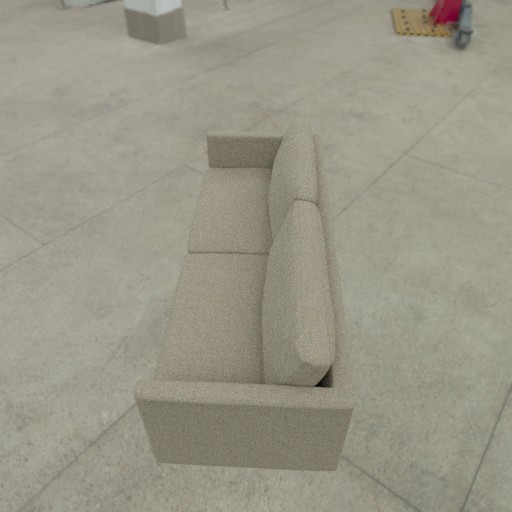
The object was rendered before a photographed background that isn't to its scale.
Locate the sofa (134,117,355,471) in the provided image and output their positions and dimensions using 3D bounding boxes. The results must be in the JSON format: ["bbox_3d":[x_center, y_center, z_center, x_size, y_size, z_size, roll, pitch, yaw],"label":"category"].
[{"bbox_3d":[0.000,0.000,2.884,0.951,0.965,2.434,2,42,2],"label":"sofa"}]
